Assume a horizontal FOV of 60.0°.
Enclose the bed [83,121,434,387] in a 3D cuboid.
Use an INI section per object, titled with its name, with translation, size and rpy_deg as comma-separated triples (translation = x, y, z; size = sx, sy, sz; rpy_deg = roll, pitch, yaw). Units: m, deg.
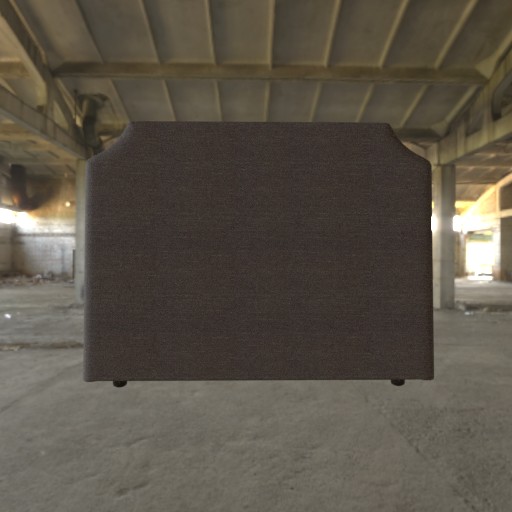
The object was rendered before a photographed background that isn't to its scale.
[bed]
translation = 0.000, 0.000, 3.174
size = 1.693, 1.290, 2.116
rpy_deg = 0, 0, -1
